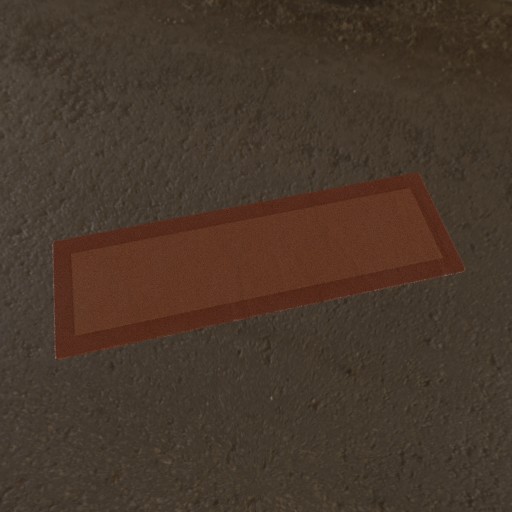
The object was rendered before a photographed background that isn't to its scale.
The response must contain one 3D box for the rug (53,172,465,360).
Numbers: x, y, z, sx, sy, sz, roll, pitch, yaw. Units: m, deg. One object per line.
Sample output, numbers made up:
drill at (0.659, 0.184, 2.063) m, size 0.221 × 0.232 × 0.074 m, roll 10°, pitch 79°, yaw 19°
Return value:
rug at (0.000, 0.000, 2.712) m, size 2.471 × 0.013 × 0.914 m, roll -15°, pitch 64°, yaw -7°
